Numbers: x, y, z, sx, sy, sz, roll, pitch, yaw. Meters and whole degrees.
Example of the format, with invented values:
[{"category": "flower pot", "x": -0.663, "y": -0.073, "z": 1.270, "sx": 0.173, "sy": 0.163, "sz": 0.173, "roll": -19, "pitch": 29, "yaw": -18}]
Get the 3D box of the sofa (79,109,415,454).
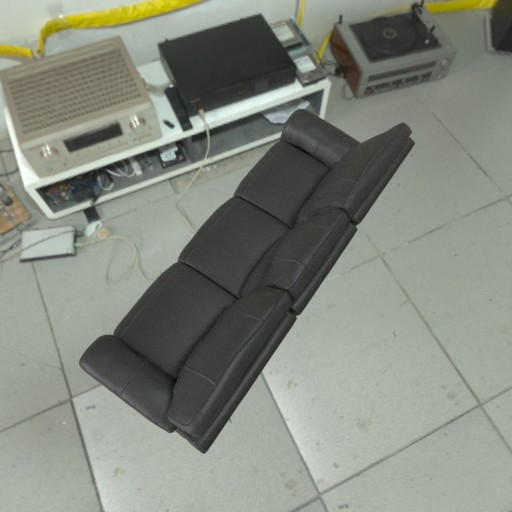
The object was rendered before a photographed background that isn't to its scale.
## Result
[{"category": "sofa", "x": 0.000, "y": 0.000, "z": 3.244, "sx": 1.104, "sy": 1.134, "sz": 2.627, "roll": 32, "pitch": 68, "yaw": 15}]
